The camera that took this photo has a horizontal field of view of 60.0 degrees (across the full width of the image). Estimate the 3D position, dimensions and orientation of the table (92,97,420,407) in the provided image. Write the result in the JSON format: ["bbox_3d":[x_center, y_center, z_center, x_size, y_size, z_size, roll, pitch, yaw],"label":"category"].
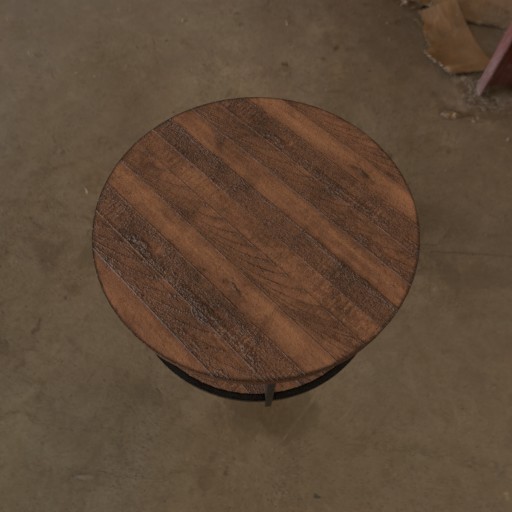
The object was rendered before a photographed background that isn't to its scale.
[{"bbox_3d":[0.000,0.000,1.351,0.837,0.462,0.837,0,64,0],"label":"table"}]
